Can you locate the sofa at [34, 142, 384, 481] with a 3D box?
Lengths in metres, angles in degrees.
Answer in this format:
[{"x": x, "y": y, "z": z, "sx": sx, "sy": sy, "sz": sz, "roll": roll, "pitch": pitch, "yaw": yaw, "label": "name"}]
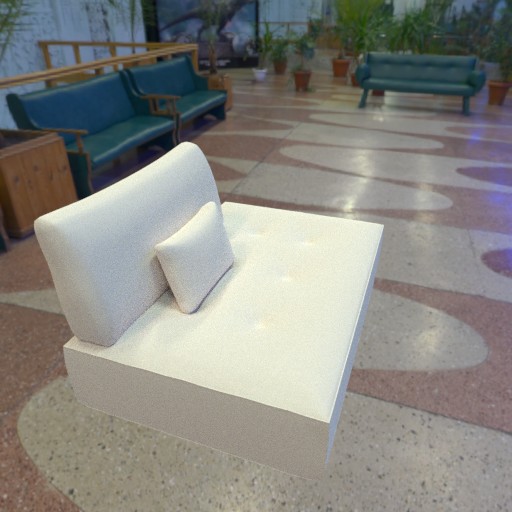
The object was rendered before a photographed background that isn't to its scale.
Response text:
[{"x": 0.000, "y": 0.000, "z": 1.995, "sx": 1.000, "sy": 0.820, "sz": 1.450, "roll": 10, "pitch": 31, "yaw": 18, "label": "sofa"}]
